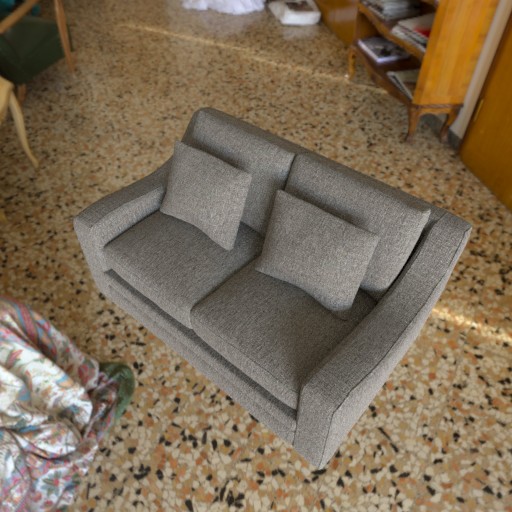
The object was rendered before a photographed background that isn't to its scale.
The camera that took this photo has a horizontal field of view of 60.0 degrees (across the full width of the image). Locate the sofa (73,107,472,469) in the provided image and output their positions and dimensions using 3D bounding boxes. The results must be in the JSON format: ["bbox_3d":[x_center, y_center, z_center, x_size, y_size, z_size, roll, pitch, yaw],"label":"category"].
[{"bbox_3d":[0.000,0.000,2.403,1.778,0.991,1.120,31,54,26],"label":"sofa"}]
